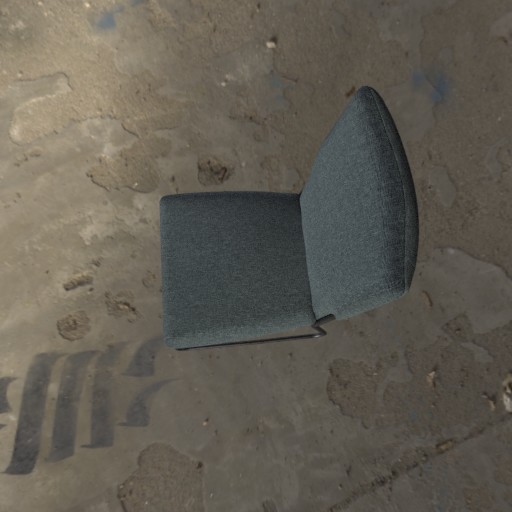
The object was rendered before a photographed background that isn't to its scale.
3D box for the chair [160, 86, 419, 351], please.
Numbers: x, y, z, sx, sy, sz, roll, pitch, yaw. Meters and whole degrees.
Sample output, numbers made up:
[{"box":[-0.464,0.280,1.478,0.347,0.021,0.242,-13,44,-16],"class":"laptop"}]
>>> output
[{"box":[0.000,0.000,1.292,0.635,0.931,0.480,-5,75,-1],"class":"chair"}]
